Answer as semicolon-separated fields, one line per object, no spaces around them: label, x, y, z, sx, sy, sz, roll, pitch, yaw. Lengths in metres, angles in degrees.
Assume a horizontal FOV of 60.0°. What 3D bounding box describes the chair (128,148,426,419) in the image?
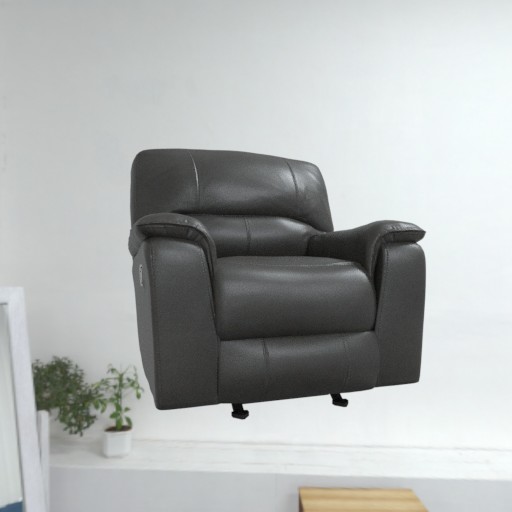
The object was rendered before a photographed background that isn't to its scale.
chair;0.000;0.000;1.958;1.096;1.109;1.087;0;0;-19
